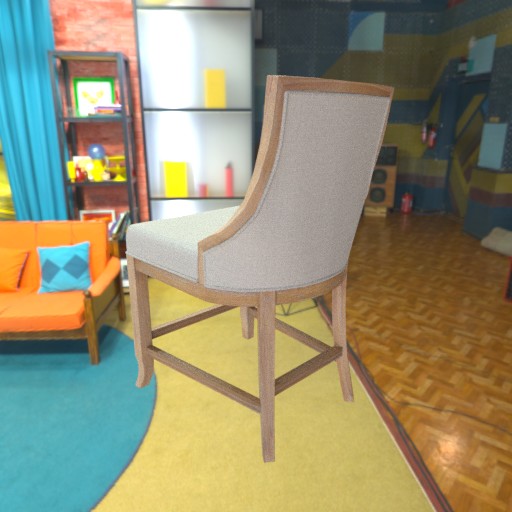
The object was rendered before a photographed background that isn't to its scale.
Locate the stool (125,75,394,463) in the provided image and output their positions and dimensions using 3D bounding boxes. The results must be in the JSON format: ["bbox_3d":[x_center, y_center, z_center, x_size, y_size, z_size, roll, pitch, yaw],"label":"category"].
[{"bbox_3d":[0.000,0.000,1.314,0.524,0.938,0.626,-16,23,-42],"label":"stool"}]
